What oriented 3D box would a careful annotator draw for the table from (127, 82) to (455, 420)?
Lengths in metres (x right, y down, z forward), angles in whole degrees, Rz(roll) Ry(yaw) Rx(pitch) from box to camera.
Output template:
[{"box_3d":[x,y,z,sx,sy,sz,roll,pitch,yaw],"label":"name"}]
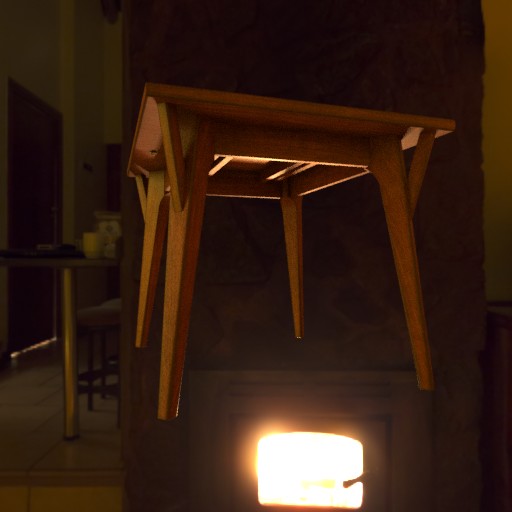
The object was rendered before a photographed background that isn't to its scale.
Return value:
[{"box_3d":[0.000,0.000,1.566,0.838,0.761,0.991,0,-1,-18],"label":"table"}]
